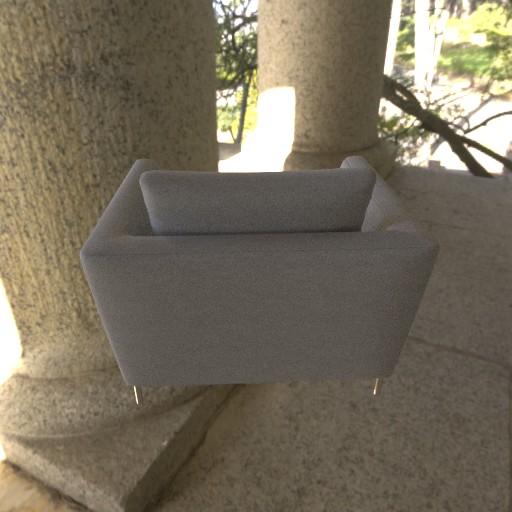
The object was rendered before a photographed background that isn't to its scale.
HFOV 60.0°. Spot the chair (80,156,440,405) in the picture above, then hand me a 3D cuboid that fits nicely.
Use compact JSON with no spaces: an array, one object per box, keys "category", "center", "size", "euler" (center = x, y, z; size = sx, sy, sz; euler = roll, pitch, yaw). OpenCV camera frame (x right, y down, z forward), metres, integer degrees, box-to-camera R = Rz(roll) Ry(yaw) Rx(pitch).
[{"category":"chair","center":[0.000,0.000,1.731],"size":[1.041,0.864,0.889],"euler":[-1,29,-2]}]
